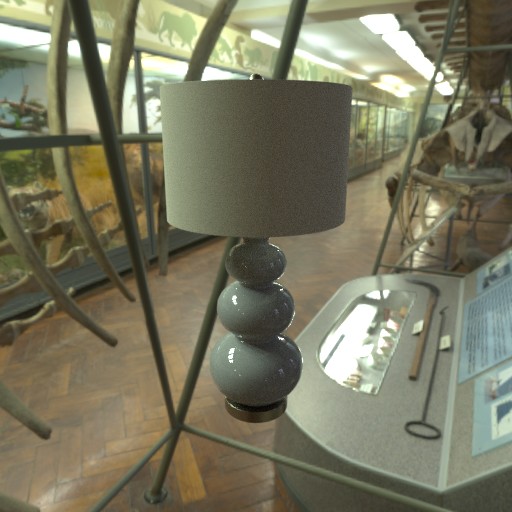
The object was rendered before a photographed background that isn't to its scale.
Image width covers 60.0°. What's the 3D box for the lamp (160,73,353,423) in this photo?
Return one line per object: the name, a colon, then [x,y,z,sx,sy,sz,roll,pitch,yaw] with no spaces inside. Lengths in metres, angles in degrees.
lamp: [0.000,0.000,0.955,0.367,0.730,0.367,8,18,25]
